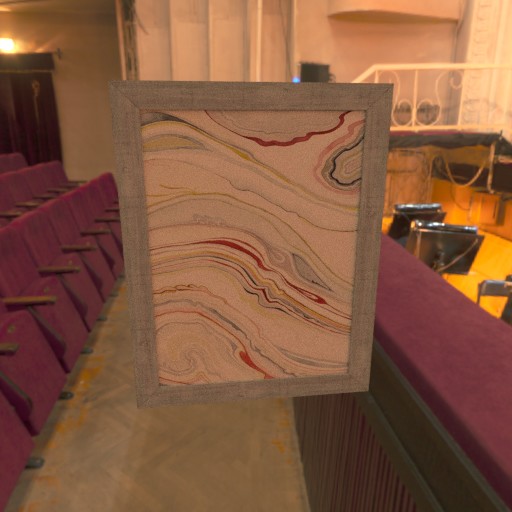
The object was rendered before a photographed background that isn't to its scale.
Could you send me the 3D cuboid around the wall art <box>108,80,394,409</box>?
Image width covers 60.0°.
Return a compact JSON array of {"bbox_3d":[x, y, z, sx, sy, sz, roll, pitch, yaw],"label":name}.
[{"bbox_3d":[0.000,0.000,0.838,0.481,0.613,0.020,-2,17,-7],"label":"wall art"}]
